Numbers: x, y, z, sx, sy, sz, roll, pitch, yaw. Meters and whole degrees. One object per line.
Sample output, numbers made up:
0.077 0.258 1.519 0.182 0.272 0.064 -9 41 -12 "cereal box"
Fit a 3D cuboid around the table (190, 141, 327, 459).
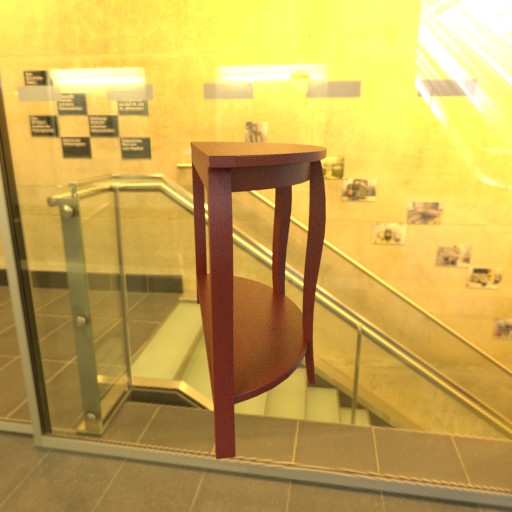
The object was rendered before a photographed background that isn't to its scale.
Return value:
0.000 0.000 1.612 0.405 0.779 1.219 -3 16 -9 "table"
